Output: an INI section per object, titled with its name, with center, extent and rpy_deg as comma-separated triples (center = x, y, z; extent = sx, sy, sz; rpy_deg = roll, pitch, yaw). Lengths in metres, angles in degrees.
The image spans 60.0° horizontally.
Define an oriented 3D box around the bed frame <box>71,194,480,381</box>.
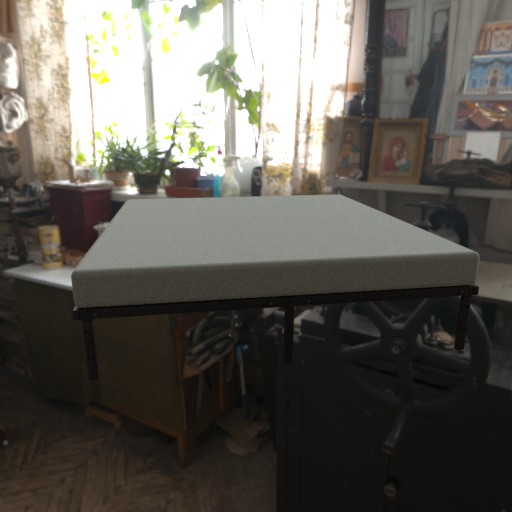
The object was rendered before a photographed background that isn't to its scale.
[bed frame]
center = 0.000, 0.000, 3.956
extent = 2.526, 0.680, 2.635
rpy_deg = -3, 16, -9
